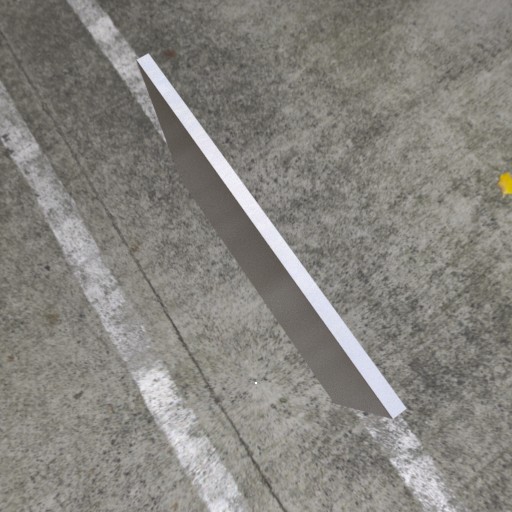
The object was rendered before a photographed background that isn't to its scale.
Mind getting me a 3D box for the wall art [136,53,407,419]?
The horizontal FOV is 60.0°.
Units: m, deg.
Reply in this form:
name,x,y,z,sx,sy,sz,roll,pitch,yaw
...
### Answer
name,x,y,z,sx,sy,sz,roll,pitch,yaw
wall art,0.000,0.000,1.483,0.041,0.762,1.145,-33,77,-9
